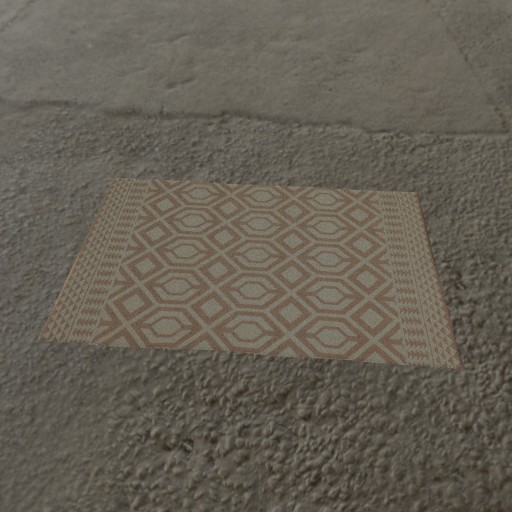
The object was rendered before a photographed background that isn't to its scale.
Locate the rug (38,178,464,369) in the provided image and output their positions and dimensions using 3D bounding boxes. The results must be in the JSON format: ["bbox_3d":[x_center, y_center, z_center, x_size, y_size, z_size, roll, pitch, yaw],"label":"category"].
[{"bbox_3d":[0.000,0.000,3.028,2.435,0.011,1.526,3,48,3],"label":"rug"}]
